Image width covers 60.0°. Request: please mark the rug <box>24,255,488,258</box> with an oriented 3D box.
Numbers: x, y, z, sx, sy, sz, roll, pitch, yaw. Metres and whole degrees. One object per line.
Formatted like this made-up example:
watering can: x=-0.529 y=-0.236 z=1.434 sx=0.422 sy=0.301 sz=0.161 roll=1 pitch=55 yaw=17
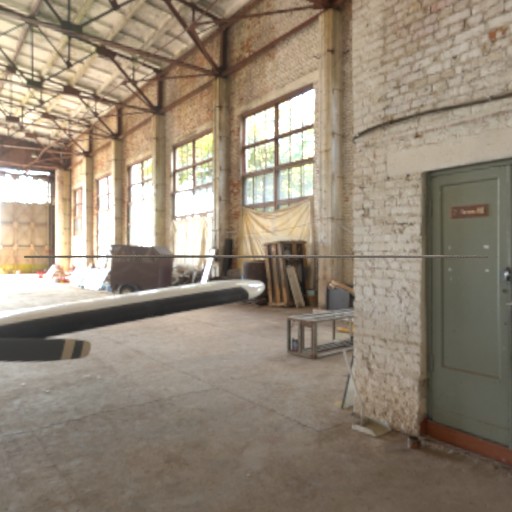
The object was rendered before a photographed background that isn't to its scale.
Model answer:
rug: x=0.000 y=0.000 z=3.106 sx=2.460 sy=0.016 sz=1.545 roll=0 pitch=0 yaw=0
